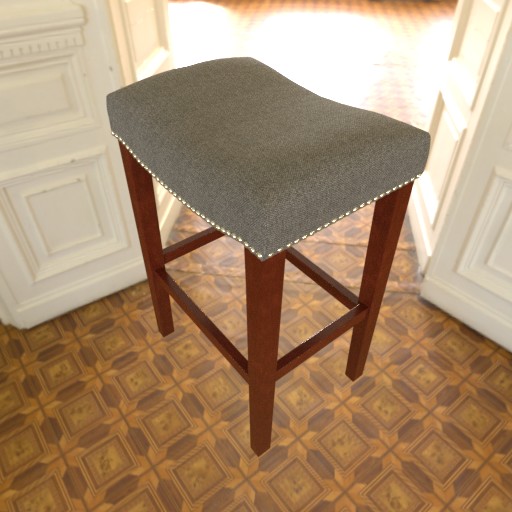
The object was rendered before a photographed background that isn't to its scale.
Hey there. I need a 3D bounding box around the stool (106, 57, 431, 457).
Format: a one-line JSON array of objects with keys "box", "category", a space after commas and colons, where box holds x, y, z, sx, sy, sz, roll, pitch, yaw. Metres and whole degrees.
[{"box": [0.000, 0.000, 1.022, 0.372, 0.742, 0.504, -28, 49, -28], "category": "stool"}]
